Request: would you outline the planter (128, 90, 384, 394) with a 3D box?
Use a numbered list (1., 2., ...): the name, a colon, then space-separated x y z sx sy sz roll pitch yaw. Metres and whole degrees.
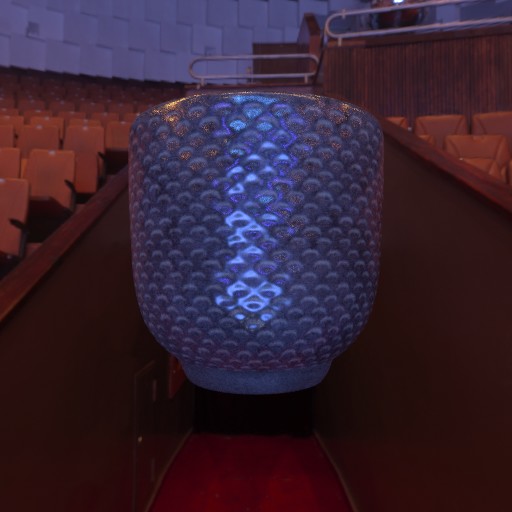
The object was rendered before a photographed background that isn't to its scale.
1. planter: 0.000 0.000 0.353 0.197 0.191 0.197 0 -1 0
